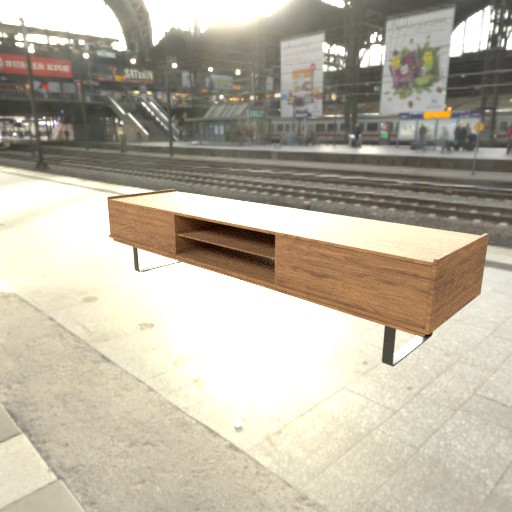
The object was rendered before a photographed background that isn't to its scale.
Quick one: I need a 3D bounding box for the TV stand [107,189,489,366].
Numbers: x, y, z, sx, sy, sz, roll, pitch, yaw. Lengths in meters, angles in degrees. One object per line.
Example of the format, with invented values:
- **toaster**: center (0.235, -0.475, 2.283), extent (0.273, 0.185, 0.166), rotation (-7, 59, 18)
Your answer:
- **TV stand**: center (0.000, 0.000, 2.025), extent (1.796, 0.415, 0.467), rotation (14, 21, 41)
